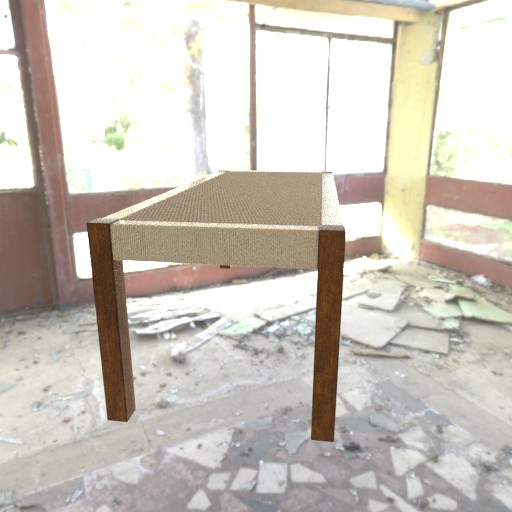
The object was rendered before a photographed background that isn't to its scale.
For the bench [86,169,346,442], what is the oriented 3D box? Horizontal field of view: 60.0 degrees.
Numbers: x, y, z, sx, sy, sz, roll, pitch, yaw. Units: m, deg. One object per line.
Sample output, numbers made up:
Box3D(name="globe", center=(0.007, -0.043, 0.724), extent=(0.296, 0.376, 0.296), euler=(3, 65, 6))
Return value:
Box3D(name="bench", center=(0.000, 0.000, 1.476), extent=(0.507, 0.457, 1.198), euler=(2, 16, 8))
